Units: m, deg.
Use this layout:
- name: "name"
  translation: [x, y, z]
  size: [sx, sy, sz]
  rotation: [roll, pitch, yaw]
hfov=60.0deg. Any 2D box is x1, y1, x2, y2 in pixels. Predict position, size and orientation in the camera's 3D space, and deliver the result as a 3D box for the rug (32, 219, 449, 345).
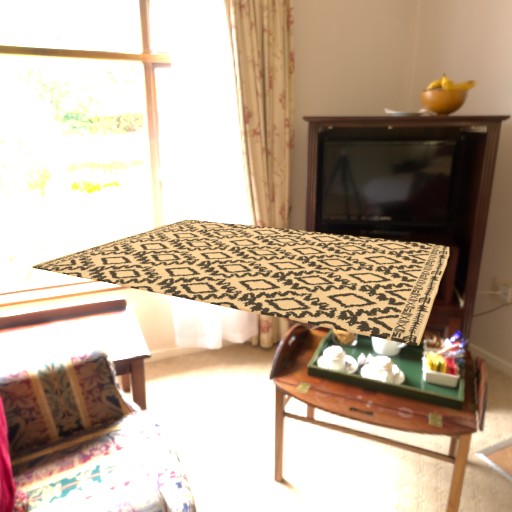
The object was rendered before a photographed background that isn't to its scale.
- name: "rug"
  translation: [0.000, 0.000, 4.327]
  size: [3.369, 0.036, 2.444]
  rotation: [8, 18, 25]
